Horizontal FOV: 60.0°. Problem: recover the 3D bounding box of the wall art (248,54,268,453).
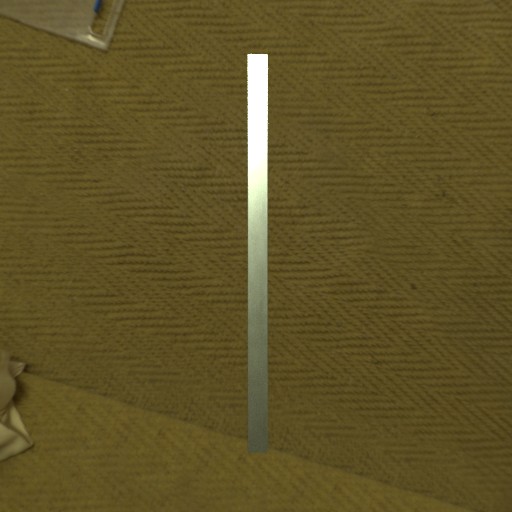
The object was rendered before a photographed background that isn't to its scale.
[{"bbox_3d":[0.000,0.000,1.425,0.041,1.062,0.803,0,89,0],"label":"wall art"}]
